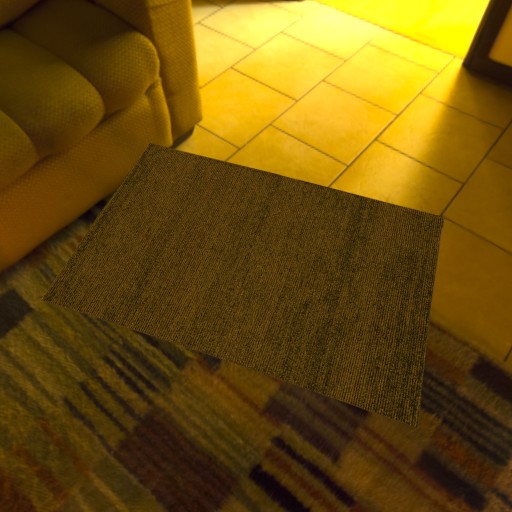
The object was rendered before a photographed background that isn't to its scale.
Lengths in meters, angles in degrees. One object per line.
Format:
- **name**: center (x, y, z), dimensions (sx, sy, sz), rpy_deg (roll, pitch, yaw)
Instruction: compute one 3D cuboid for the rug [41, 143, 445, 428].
- **rug**: center (0.000, 0.000, 2.244), dimensions (1.777, 0.021, 1.145), rpy_deg (16, 58, 10)
